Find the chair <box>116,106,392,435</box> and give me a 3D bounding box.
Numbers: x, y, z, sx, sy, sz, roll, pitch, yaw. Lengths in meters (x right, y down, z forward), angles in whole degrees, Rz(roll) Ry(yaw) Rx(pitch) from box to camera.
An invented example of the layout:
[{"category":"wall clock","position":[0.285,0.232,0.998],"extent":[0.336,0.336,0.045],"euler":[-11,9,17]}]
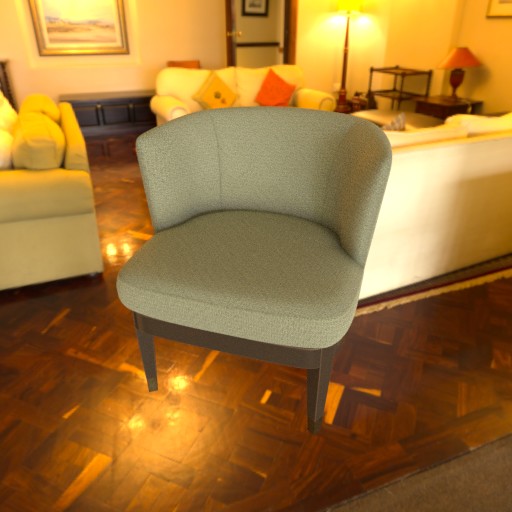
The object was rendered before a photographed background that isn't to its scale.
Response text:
[{"category":"chair","position":[0.000,0.000,1.326],"extent":[0.700,0.760,0.660],"euler":[9,29,16]}]
